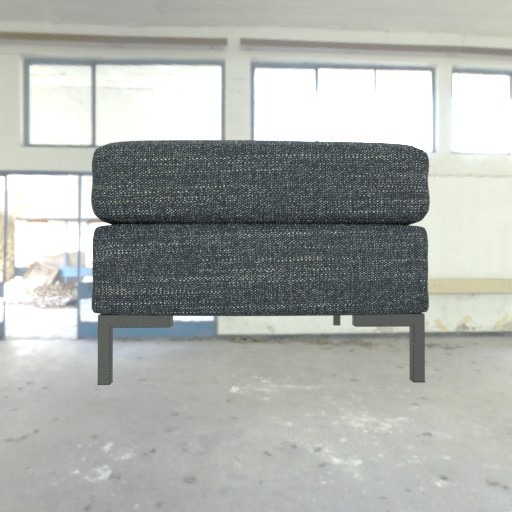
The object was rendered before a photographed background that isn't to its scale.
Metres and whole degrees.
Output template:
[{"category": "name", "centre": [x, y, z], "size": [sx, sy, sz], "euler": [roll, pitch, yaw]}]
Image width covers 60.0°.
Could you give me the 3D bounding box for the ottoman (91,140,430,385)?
[{"category": "ottoman", "centre": [0.000, 0.000, 1.221], "size": [0.667, 0.491, 0.814], "euler": [0, -1, -2]}]
